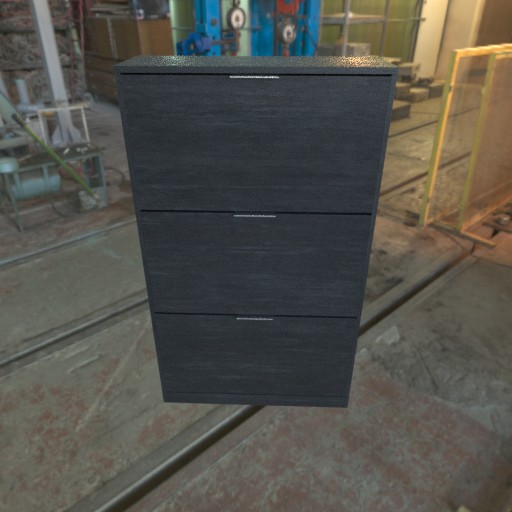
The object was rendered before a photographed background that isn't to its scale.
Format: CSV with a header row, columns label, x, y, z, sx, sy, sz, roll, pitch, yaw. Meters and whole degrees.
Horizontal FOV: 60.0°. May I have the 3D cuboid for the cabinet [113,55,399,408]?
label,x,y,z,sx,sy,sz,roll,pitch,yaw
cabinet,0.000,0.000,1.581,0.750,1.280,0.250,1,30,2
